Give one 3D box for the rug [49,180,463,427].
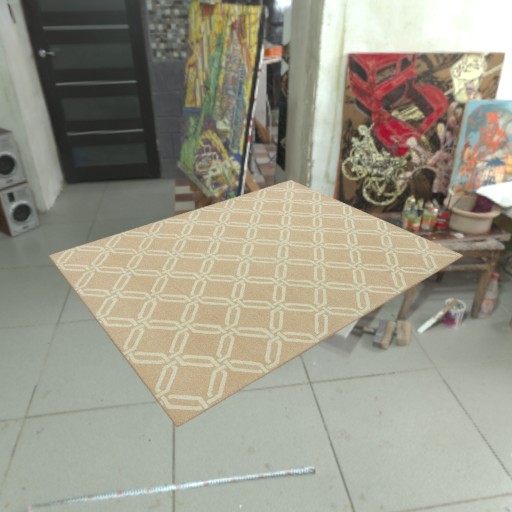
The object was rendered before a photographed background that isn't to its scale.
[{"bbox_3d":[0.000,0.000,3.941,2.895,0.018,2.288,-22,38,-32],"label":"rug"}]
